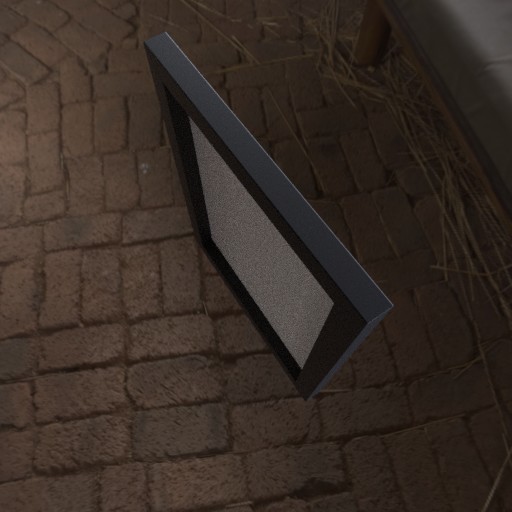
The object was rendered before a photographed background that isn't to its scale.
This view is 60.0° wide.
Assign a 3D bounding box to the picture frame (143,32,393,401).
[{"bbox_3d":[0.000,0.000,0.512,0.036,0.383,0.307,-31,69,-14],"label":"picture frame"}]
